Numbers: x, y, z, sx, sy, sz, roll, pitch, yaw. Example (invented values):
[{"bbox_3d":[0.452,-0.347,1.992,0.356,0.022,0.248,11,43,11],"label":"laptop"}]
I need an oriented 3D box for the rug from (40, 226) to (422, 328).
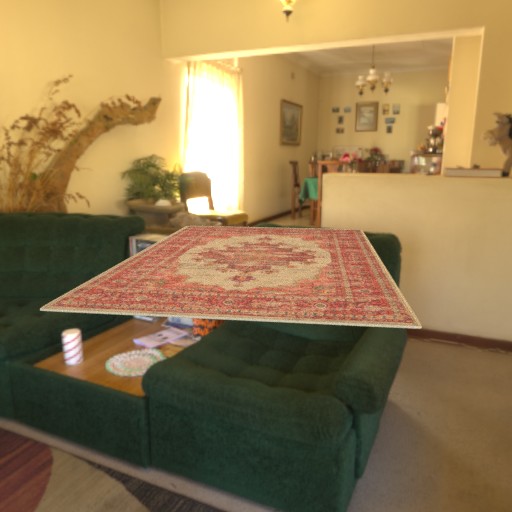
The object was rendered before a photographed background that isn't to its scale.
[{"bbox_3d":[0.000,0.000,2.841,1.555,0.011,2.232,2,13,7],"label":"rug"}]
